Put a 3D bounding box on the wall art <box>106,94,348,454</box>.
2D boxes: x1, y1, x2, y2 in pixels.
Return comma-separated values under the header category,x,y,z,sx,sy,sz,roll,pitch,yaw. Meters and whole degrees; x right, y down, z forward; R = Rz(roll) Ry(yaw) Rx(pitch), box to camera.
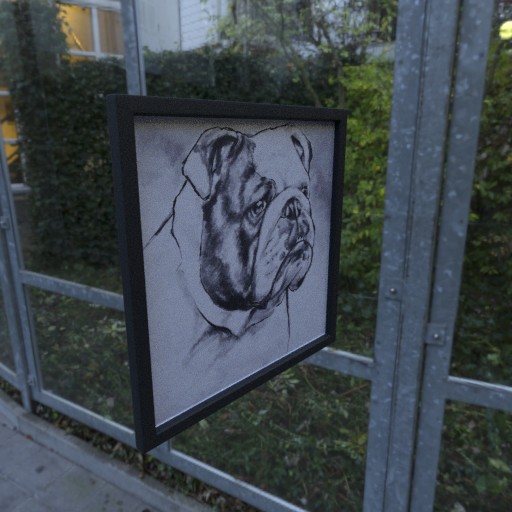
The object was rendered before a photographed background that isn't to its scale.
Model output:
category,x,y,z,sx,sy,sz,roll,pitch,yaw
wall art,0.000,0.000,0.695,0.022,0.453,0.456,14,21,41
